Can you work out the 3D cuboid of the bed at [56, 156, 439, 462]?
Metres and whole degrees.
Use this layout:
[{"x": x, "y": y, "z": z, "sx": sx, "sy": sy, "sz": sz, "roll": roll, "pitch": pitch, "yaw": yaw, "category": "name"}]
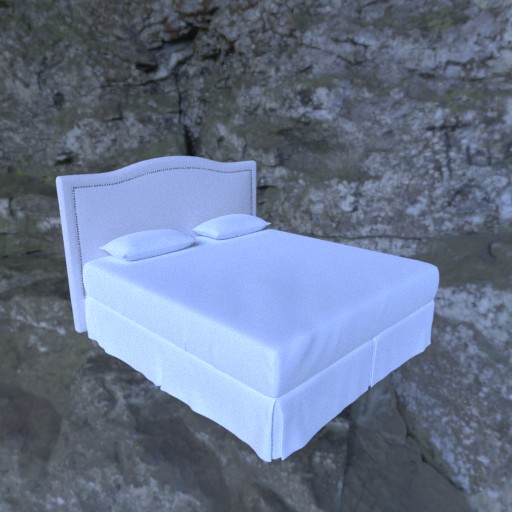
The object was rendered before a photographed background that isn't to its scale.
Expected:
[{"x": 0.000, "y": 0.000, "z": 3.456, "sx": 2.182, "sy": 1.421, "sz": 2.083, "roll": 16, "pitch": 23, "yaw": 42, "category": "bed"}]
